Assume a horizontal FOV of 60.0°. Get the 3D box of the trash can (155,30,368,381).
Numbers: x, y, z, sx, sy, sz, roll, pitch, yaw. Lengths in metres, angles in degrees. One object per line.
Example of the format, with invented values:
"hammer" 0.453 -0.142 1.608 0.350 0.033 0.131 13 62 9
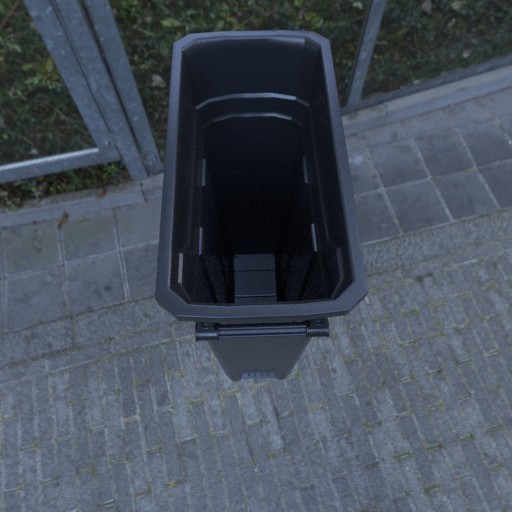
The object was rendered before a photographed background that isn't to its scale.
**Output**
"trash can" 0.000 0.000 1.029 0.281 0.762 0.559 -2 64 -1
